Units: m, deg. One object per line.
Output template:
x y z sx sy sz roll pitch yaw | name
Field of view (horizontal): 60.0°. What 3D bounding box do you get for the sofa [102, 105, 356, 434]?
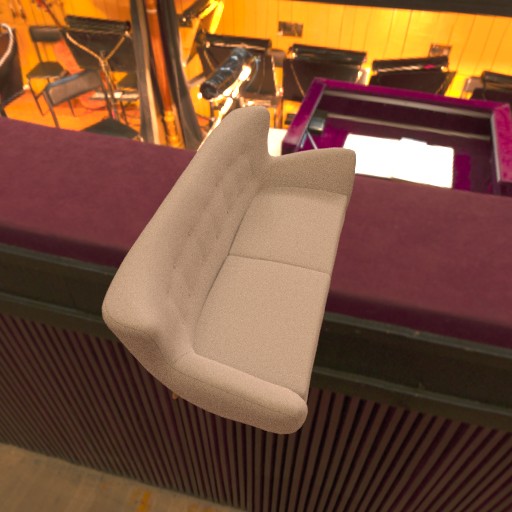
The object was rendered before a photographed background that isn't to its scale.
0.000 0.000 2.491 0.899 0.890 1.930 11 46 11 | sofa
